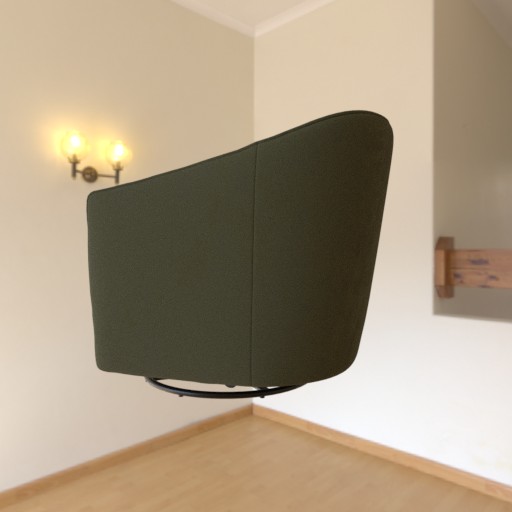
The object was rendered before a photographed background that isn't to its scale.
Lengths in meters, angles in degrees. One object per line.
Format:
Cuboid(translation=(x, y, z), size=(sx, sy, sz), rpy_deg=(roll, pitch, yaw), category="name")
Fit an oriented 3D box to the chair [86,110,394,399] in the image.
Cuboid(translation=(0.000, 0.000, 1.482), size=(0.875, 0.799, 0.747), rpy_deg=(0, 1, 19), category="chair")
